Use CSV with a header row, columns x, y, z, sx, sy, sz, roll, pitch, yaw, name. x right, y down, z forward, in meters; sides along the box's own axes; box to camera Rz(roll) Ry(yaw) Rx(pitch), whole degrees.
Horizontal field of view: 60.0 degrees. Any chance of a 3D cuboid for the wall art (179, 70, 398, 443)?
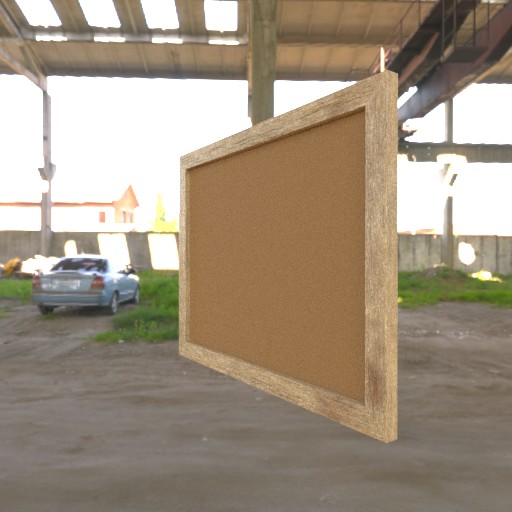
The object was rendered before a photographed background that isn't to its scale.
x,y,z,sx,sy,sz,roll,pitch,yaw,name
0.000,0.000,0.924,0.026,0.535,0.690,0,0,-35,wall art
